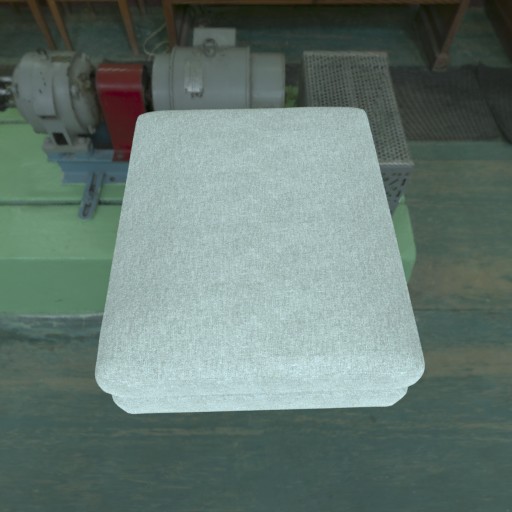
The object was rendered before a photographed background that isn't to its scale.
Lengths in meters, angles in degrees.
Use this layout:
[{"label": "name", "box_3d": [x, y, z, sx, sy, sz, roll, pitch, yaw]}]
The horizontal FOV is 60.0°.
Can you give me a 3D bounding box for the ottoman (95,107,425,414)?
[{"label": "ottoman", "box_3d": [0.000, 0.000, 1.259, 0.693, 0.474, 0.821, -1, 58, -1]}]
